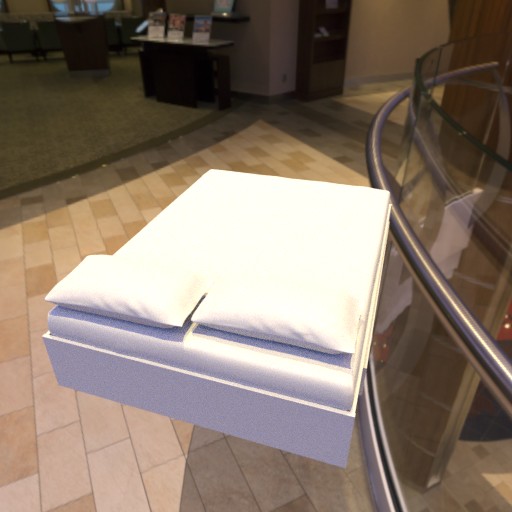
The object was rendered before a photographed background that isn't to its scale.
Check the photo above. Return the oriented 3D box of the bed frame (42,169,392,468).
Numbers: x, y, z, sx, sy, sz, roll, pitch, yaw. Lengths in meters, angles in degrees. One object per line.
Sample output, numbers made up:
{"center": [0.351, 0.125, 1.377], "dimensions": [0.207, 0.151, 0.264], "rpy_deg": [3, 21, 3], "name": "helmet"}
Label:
{"center": [0.000, 0.000, 2.628], "dimensions": [1.450, 0.629, 1.950], "rpy_deg": [10, 33, 15], "name": "bed frame"}
